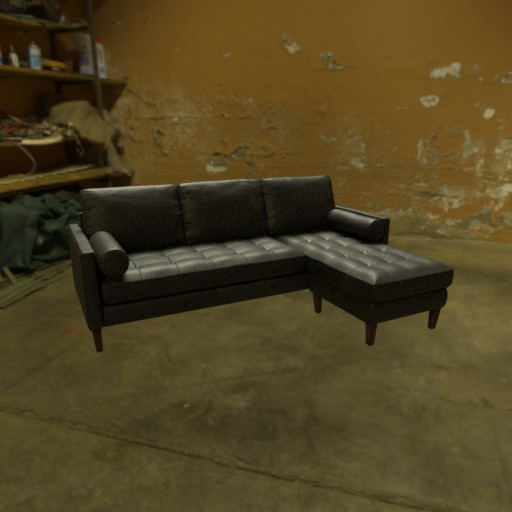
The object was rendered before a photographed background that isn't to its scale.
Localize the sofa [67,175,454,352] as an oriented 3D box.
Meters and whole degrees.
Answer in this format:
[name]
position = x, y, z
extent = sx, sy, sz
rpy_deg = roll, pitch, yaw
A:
[sofa]
position = 0.000, 0.000, 2.932
extent = 2.178, 0.876, 1.497
rpy_deg = -8, 18, -26
